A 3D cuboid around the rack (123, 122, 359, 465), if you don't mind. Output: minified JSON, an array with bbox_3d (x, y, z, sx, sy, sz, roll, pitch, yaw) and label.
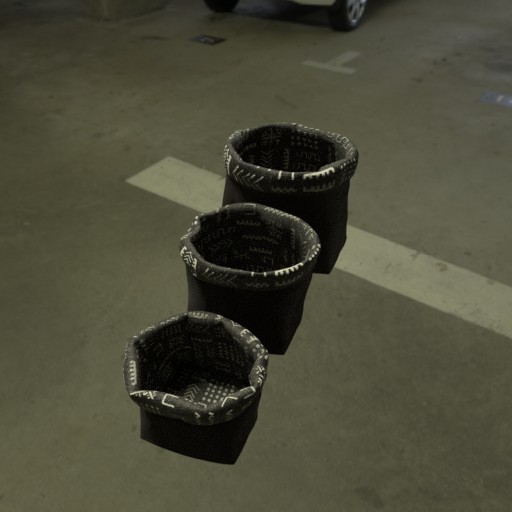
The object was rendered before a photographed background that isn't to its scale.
[{"bbox_3d":[0.000,0.000,1.073,0.379,0.323,0.905,11,42,13],"label":"rack"}]
